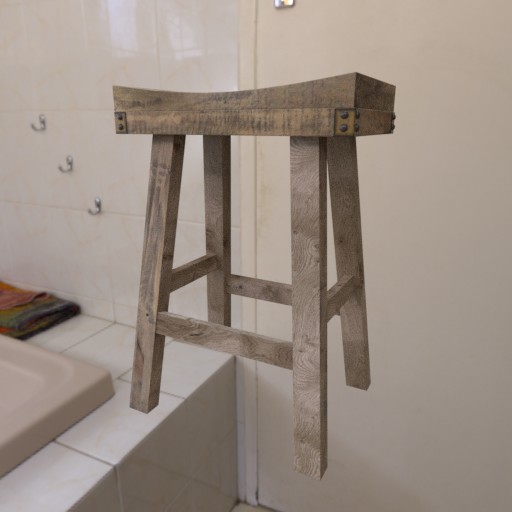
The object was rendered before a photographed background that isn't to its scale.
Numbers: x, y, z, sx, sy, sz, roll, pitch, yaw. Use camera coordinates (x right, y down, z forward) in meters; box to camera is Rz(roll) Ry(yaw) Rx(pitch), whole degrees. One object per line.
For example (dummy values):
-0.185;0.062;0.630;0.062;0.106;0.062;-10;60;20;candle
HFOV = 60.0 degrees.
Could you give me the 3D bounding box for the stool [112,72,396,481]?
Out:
0.000;0.000;0.881;0.450;0.635;0.330;9;19;27;stool
